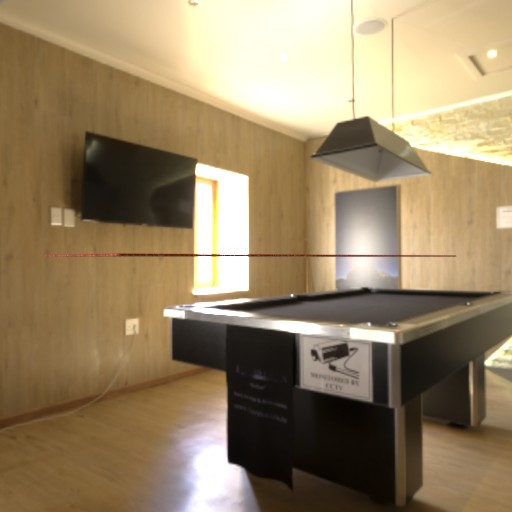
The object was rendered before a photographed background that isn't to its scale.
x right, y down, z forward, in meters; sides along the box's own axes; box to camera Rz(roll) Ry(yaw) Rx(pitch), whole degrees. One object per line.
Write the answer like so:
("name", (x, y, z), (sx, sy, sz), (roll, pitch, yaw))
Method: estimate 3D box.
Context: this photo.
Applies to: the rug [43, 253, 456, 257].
("rug", (0.000, 0.000, 3.076), (2.442, 0.010, 1.531), (0, 0, -36))
